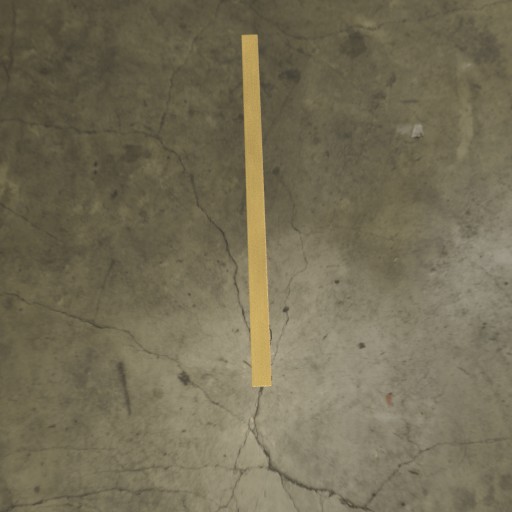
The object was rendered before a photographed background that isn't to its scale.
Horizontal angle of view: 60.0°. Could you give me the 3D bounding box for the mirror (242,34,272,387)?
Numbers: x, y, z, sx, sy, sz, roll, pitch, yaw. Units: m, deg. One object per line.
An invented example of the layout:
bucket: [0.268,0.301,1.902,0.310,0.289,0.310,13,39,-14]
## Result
mirror: [0.000,0.000,1.392,0.040,1.016,0.762,-2,75,0]
